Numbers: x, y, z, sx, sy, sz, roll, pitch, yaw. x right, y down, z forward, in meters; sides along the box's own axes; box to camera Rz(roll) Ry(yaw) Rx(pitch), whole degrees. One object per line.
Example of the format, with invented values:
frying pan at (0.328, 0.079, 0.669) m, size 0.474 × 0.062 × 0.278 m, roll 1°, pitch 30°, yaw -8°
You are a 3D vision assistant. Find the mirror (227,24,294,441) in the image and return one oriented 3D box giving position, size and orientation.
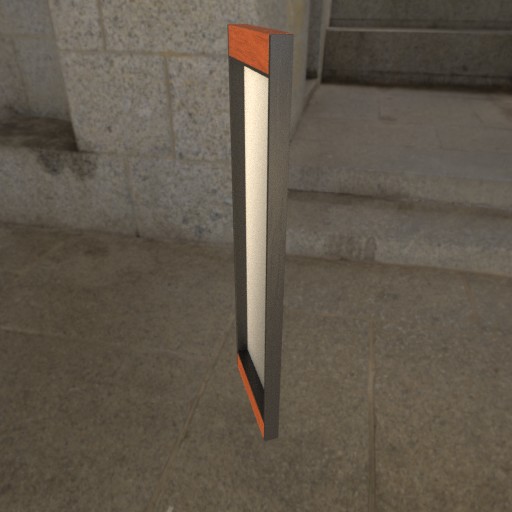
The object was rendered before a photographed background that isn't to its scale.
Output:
mirror at (0.000, 0.000, 1.226) m, size 0.047 × 1.123 × 0.343 m, roll -8°, pitch 32°, yaw -14°
